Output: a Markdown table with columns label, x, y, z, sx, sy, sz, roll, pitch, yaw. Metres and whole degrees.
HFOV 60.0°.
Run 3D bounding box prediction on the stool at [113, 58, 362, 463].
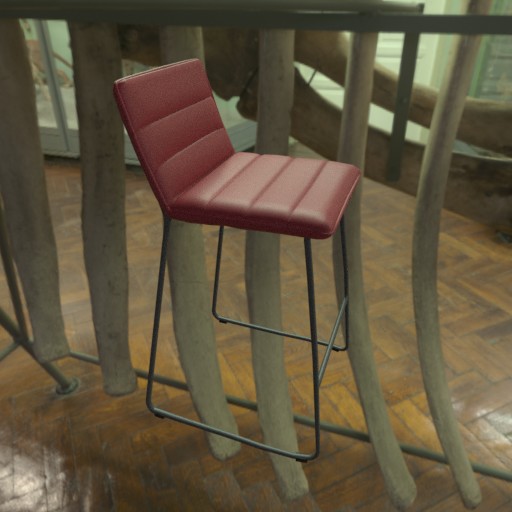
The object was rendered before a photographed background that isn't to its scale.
| label | x | y | z | sx | sy | sz | roll | pitch | yaw |
| --- | --- | --- | --- | --- | --- | --- | --- | --- | --- |
| stool | 0.000 | 0.000 | 1.206 | 0.524 | 0.937 | 0.489 | 11 | 33 | 17 |
